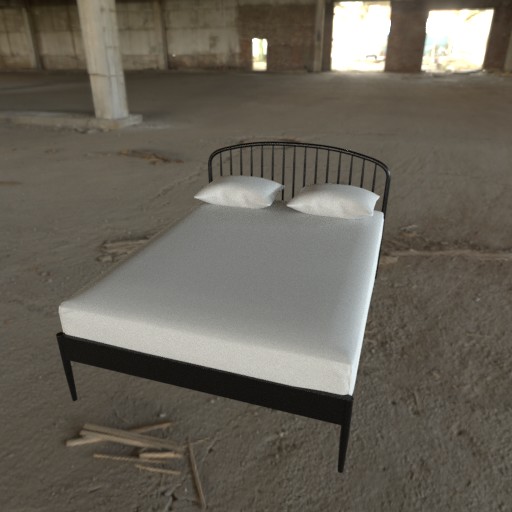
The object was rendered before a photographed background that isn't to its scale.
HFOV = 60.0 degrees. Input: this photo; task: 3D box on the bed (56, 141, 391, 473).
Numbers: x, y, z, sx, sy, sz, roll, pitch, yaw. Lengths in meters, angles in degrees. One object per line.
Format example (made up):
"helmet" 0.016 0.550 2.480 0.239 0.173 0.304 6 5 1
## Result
"bed" 0.000 0.000 3.074 1.618 1.166 2.159 8 26 16
